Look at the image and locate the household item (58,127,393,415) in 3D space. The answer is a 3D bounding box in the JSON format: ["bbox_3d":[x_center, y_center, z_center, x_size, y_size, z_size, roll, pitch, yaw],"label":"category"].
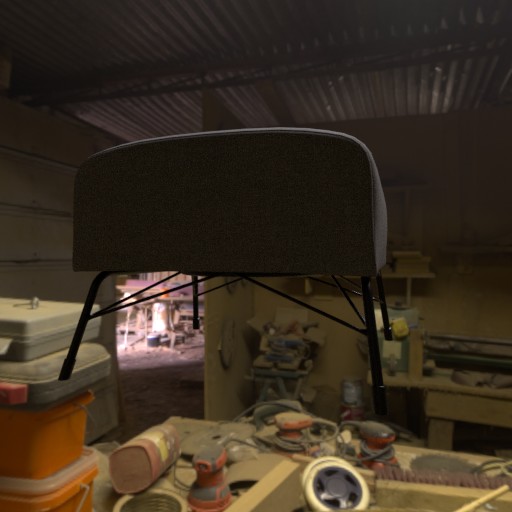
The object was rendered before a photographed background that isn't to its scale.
[{"bbox_3d":[0.000,0.000,0.906,0.530,0.410,0.530,0,0,18],"label":"household item"}]
